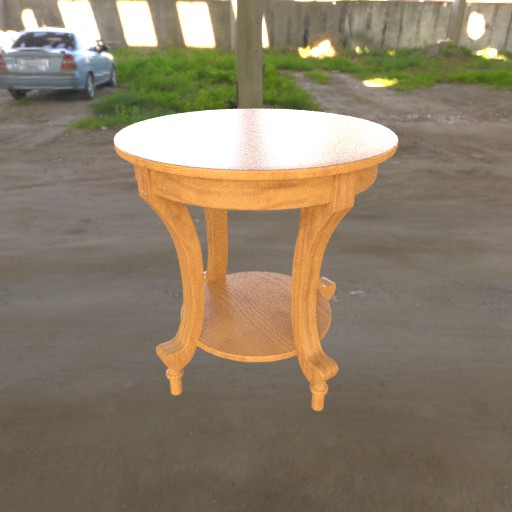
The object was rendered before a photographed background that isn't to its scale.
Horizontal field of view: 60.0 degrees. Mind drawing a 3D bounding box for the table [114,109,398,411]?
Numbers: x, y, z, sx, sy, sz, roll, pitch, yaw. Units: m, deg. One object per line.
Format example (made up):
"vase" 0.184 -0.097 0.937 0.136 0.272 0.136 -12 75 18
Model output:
"table" 0.000 0.000 1.105 0.597 0.612 0.597 0 27 0
